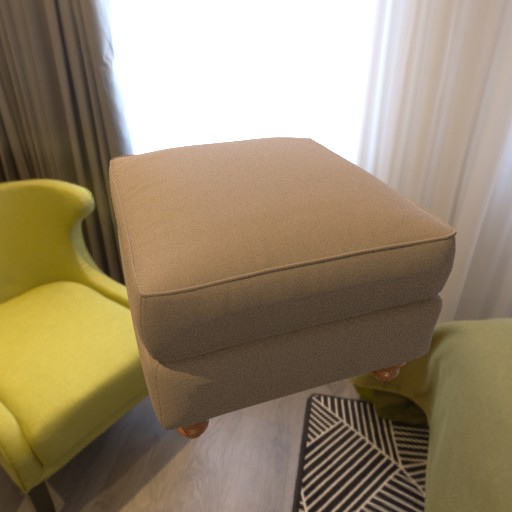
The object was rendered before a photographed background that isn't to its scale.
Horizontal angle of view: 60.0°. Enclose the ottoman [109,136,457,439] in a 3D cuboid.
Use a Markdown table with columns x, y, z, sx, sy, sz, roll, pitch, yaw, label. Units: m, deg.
| x | y | z | sx | sy | sz | roll | pitch | yaw | label |
| --- | --- | --- | --- | --- | --- | --- | --- | --- | --- |
| 0.000 | 0.000 | 1.148 | 0.662 | 0.505 | 0.721 | -10 | 33 | -17 | ottoman |
